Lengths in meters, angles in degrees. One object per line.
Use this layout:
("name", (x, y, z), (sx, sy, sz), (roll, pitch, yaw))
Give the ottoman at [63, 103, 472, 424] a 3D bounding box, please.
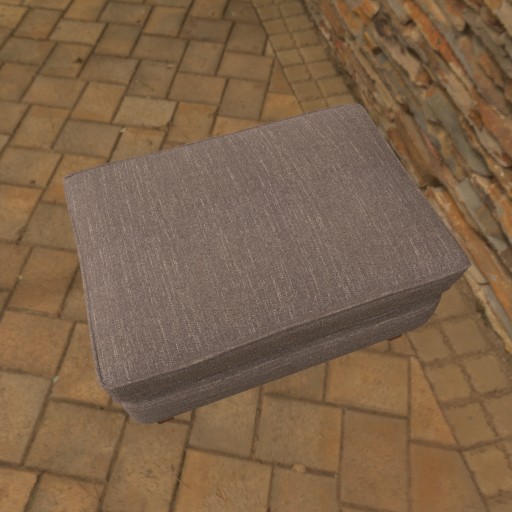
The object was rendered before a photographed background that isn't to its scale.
("ottoman", (0.000, 0.000, 0.967), (0.686, 0.406, 0.508), (-17, 60, -10))
